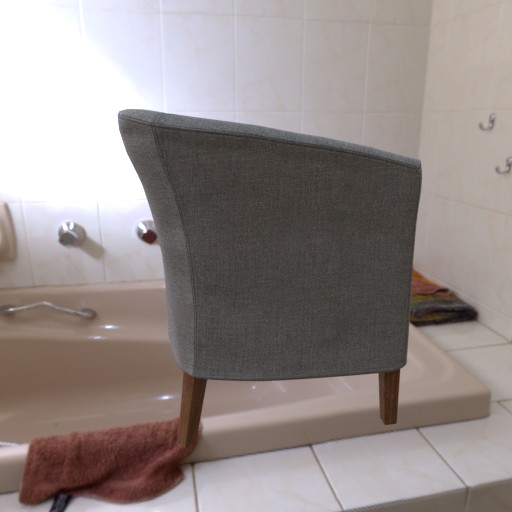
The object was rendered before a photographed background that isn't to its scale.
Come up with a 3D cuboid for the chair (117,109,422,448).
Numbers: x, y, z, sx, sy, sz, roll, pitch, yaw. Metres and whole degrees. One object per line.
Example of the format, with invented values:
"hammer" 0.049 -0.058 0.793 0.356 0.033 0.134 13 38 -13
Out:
"chair" 0.000 0.000 1.231 0.668 0.771 0.600 -3 17 -10
